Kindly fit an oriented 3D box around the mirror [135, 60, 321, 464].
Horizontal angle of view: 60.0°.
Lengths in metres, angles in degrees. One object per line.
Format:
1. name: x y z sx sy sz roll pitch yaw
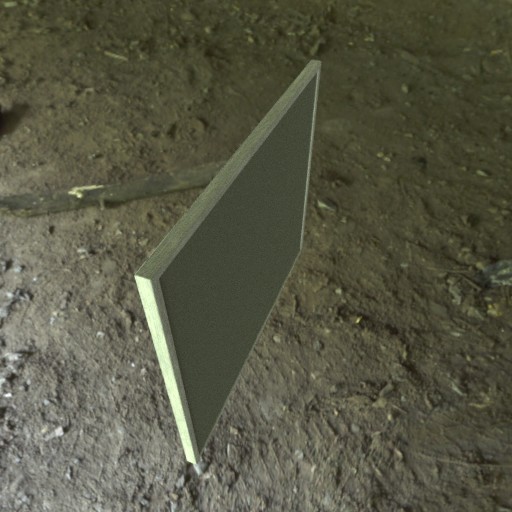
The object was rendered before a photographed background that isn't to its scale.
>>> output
1. mirror: 0.000 0.000 1.138 0.028 0.689 0.839 16 47 16
